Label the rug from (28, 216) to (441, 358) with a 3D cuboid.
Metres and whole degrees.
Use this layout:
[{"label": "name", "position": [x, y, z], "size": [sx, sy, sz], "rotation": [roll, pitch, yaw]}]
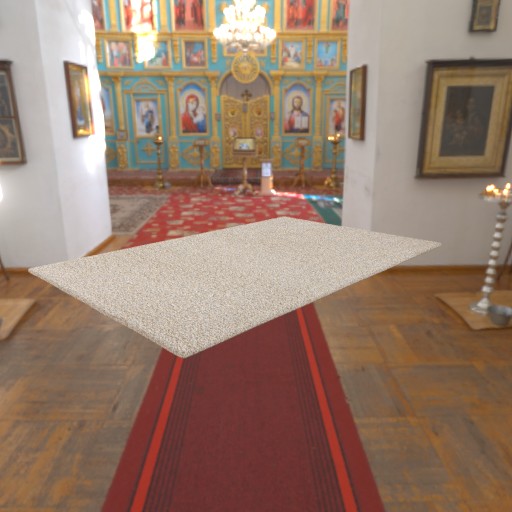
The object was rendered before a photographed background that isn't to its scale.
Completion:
[{"label": "rug", "position": [0.000, 0.000, 3.438], "size": [1.778, 0.030, 2.743], "rotation": [15, 21, 42]}]
